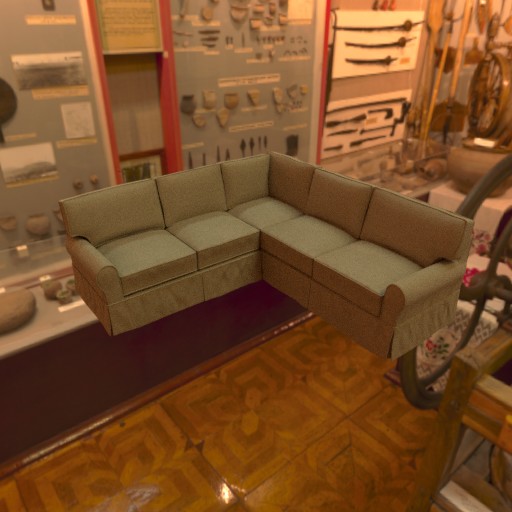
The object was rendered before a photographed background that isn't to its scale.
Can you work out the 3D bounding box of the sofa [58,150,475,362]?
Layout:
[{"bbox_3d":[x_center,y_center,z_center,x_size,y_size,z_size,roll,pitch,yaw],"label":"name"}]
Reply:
[{"bbox_3d":[0.000,0.000,3.976,2.618,1.081,2.623,-20,34,-32],"label":"sofa"}]
